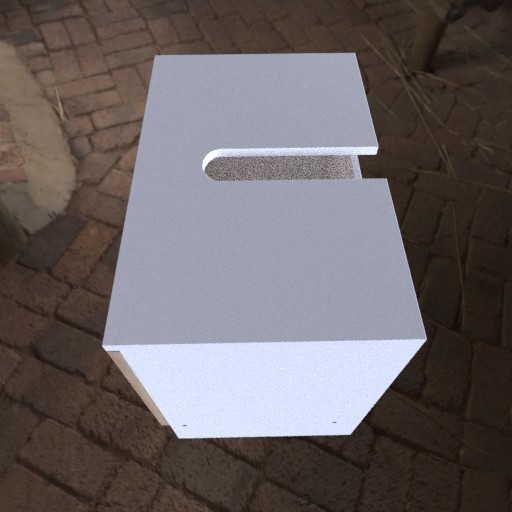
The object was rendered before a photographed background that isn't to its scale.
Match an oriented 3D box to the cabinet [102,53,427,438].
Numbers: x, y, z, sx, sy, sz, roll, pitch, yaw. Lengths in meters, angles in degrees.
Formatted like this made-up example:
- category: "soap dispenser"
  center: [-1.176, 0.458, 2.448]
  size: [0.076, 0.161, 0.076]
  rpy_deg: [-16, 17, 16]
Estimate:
- category: "cabinet"
  center: [0.000, 0.000, 0.916]
  size: [0.400, 0.522, 0.600]
  rpy_deg: [-1, 56, -1]
